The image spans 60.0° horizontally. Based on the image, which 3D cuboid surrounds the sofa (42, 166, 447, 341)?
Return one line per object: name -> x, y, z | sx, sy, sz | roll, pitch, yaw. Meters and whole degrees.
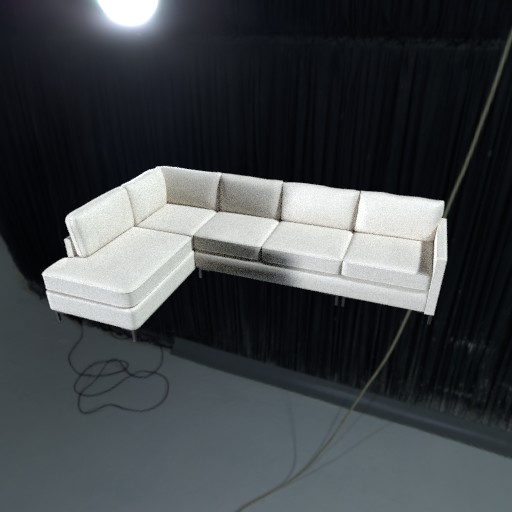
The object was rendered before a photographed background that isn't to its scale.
sofa -> 0.000, 0.000, 4.299 | 3.384, 0.996, 2.048 | 10, 31, 18
